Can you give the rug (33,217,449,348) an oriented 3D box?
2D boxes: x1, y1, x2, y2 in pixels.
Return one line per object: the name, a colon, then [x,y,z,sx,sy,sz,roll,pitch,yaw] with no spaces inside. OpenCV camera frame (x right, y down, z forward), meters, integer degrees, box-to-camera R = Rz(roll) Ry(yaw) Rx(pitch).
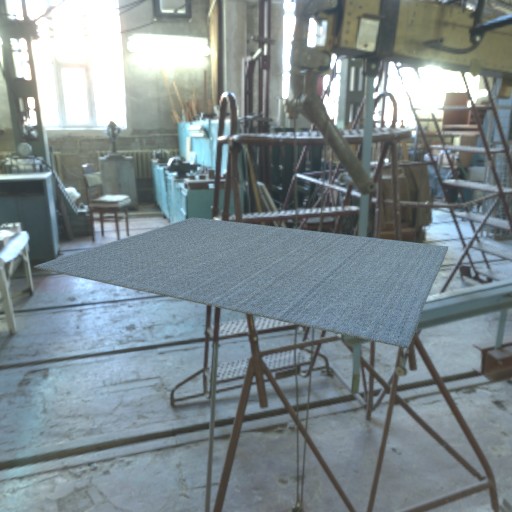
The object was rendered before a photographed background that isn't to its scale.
rug: [0.000,0.000,4.220,3.200,0.007,2.443,8,18,27]
